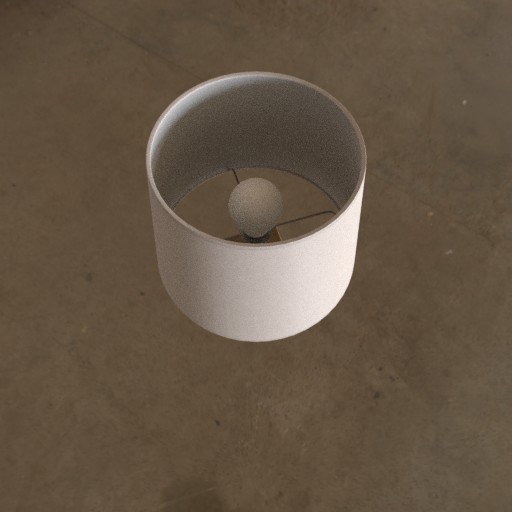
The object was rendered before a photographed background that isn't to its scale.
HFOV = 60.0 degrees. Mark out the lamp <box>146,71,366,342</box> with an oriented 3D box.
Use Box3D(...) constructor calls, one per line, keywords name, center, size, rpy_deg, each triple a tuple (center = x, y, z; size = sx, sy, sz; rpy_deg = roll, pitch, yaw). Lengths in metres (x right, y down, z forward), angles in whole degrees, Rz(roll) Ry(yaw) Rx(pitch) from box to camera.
Box3D(name="lamp", center=(0.000, 0.000, 0.595), size=(0.251, 0.435, 0.251), rpy_deg=(0, 64, 0))
